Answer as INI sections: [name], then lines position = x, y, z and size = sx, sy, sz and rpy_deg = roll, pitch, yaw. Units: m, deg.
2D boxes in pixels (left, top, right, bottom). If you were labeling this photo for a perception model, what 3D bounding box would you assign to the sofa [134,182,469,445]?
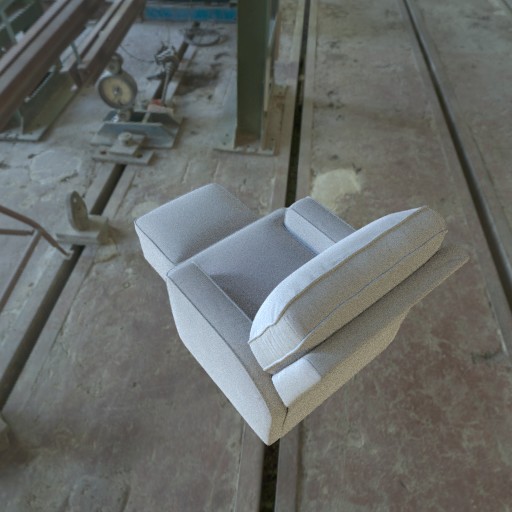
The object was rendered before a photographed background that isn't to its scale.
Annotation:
[sofa]
position = 0.000, 0.000, 2.042
size = 0.861, 0.959, 1.472
rpy_deg = -31, 54, -26
